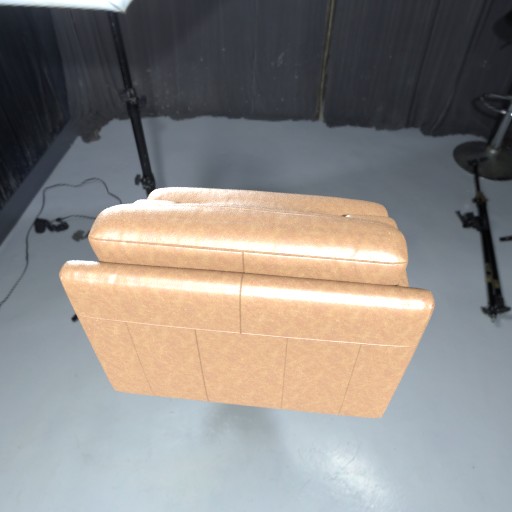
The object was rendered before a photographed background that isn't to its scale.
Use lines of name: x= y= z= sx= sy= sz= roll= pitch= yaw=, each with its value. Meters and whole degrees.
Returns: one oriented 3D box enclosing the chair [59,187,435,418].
chair: x=0.000 y=0.000 z=1.977 sx=1.276 sy=0.978 sz=1.050 roll=4 pitch=46 yaw=4
